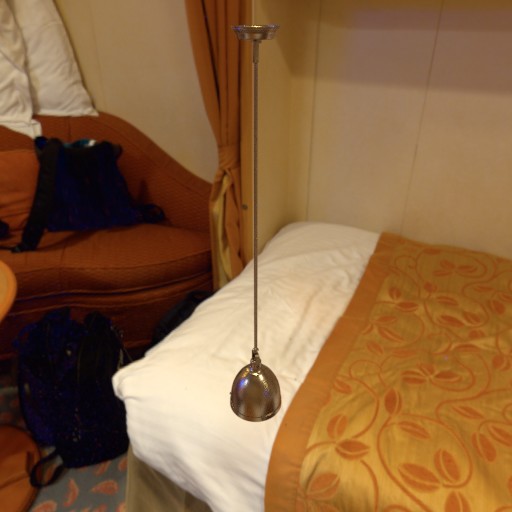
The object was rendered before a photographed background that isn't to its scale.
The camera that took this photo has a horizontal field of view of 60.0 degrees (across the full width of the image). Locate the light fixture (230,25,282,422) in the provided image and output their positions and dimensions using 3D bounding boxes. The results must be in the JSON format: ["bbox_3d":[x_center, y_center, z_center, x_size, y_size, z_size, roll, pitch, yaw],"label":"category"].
[{"bbox_3d":[0.000,0.000,1.484,0.211,1.367,0.217,-9,30,-16],"label":"light fixture"}]
